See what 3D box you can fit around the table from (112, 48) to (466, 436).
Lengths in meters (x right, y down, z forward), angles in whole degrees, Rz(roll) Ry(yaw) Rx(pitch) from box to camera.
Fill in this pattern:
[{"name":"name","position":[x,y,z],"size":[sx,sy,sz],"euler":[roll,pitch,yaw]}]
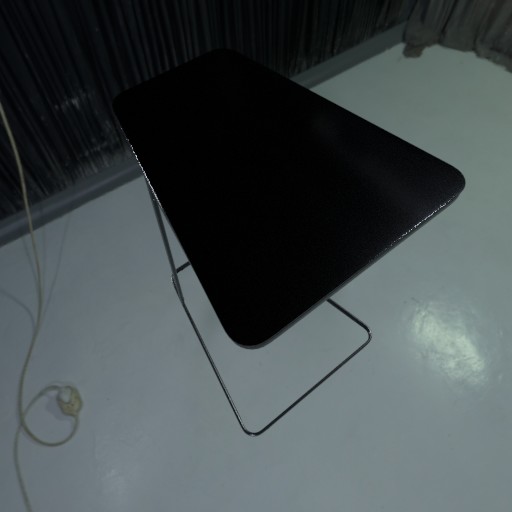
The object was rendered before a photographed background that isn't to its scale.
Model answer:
[{"name":"table","position":[0.000,0.000,0.950],"size":[0.427,0.624,0.500],"euler":[-34,64,-19]}]
